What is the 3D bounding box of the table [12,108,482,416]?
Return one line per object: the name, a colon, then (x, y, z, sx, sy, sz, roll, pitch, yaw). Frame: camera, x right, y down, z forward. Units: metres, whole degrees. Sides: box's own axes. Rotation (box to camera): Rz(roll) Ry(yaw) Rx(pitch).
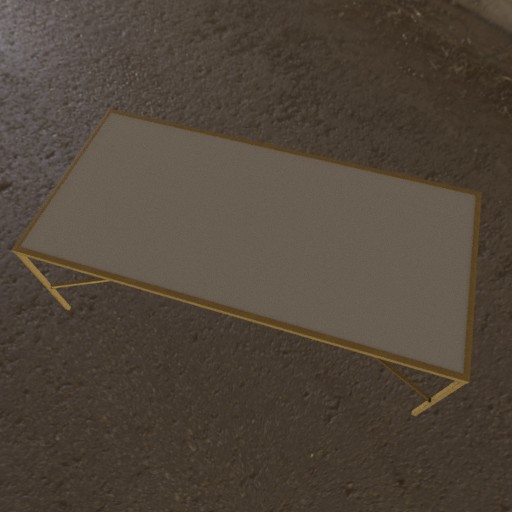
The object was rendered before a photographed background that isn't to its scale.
table: (0.000, 0.000, 1.421, 1.206, 0.398, 0.580, 15, 60, 9)
